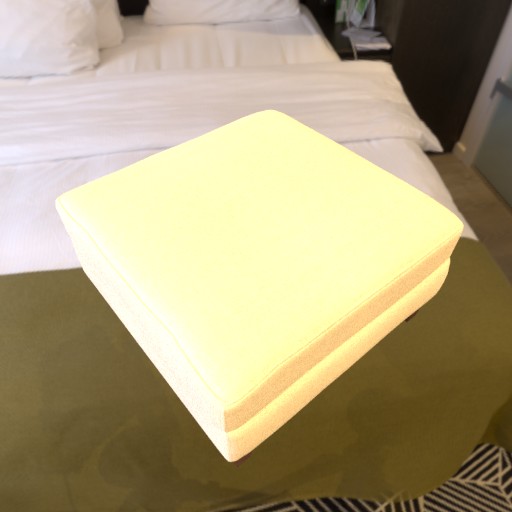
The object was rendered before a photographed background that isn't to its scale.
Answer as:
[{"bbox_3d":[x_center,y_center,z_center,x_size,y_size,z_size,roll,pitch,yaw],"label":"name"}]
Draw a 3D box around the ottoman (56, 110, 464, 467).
[{"bbox_3d":[0.000,0.000,1.351,0.838,0.478,0.838,-31,54,-26],"label":"ottoman"}]
